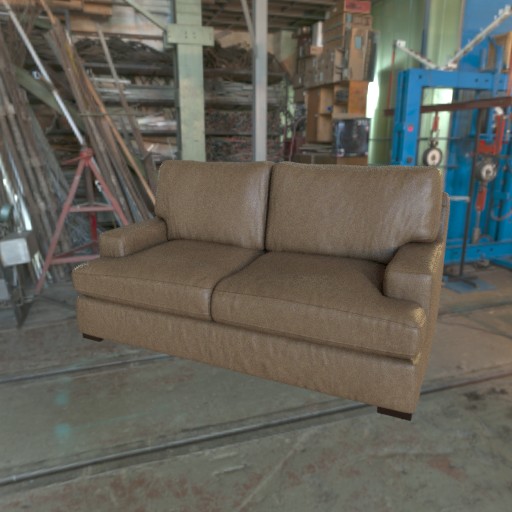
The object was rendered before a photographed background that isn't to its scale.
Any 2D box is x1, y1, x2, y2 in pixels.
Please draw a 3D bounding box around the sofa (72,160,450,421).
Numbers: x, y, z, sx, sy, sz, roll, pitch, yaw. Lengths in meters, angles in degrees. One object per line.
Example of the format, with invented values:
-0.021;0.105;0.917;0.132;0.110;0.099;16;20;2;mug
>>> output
0.000;0.000;2.403;1.855;0.980;0.962;7;16;25;sofa
